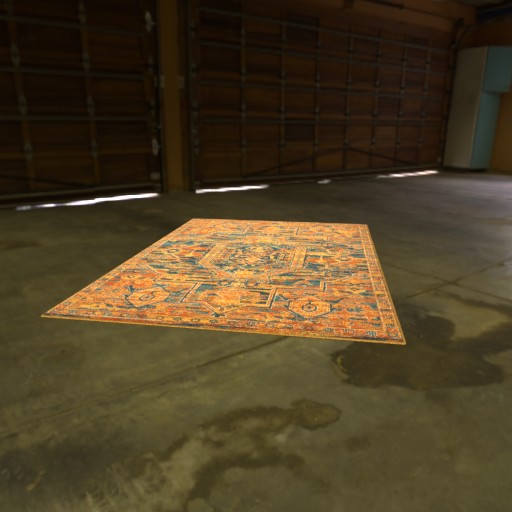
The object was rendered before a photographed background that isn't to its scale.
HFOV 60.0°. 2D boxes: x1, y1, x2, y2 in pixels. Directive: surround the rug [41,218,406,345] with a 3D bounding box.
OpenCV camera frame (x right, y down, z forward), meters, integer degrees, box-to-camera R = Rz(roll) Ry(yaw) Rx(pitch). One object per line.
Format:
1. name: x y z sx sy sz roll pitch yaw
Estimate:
1. rug: 0.000 0.000 3.783 2.043 0.019 2.916 3 16 9
